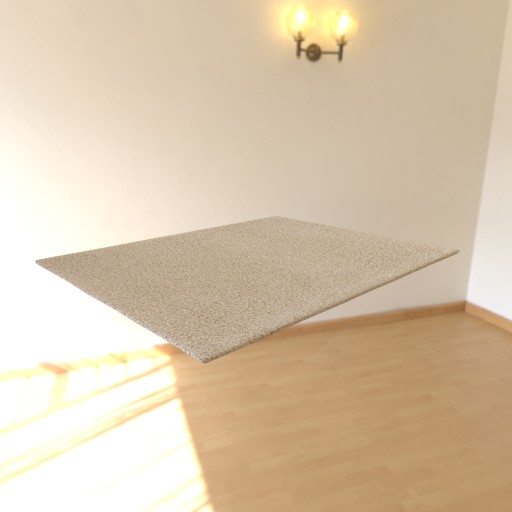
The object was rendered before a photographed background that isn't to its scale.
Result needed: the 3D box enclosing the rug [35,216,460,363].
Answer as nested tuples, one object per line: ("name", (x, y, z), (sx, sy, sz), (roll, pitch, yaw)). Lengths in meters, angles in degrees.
("rug", (0.000, 0.000, 4.036), (3.047, 0.029, 2.438), (-15, 21, -42))
